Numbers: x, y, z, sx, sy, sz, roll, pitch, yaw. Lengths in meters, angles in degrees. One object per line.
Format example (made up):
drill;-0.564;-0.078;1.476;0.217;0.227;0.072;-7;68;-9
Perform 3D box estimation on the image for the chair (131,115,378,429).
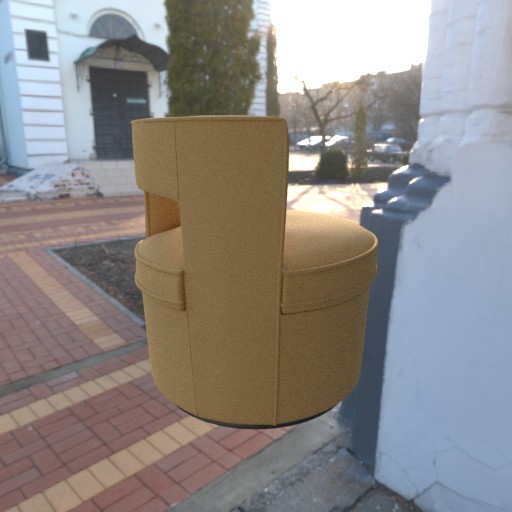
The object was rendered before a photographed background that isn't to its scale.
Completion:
chair;0.000;0.000;1.239;0.665;0.723;0.650;-7;16;-26
